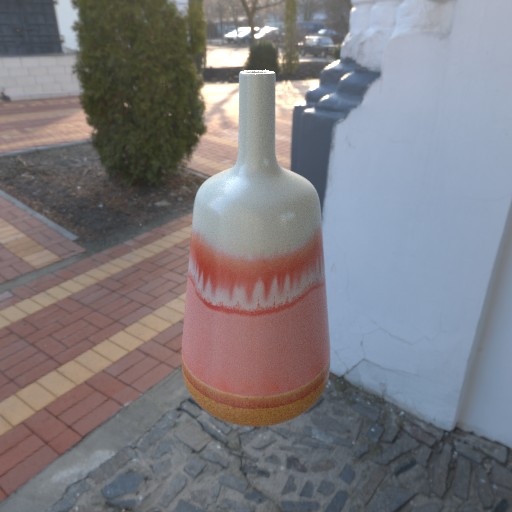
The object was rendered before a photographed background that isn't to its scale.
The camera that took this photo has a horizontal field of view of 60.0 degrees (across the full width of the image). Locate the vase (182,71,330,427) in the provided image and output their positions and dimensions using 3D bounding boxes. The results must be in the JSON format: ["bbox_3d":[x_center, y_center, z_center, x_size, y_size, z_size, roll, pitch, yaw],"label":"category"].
[{"bbox_3d":[0.000,0.000,0.385,0.144,0.296,0.144,0,27,0],"label":"vase"}]
